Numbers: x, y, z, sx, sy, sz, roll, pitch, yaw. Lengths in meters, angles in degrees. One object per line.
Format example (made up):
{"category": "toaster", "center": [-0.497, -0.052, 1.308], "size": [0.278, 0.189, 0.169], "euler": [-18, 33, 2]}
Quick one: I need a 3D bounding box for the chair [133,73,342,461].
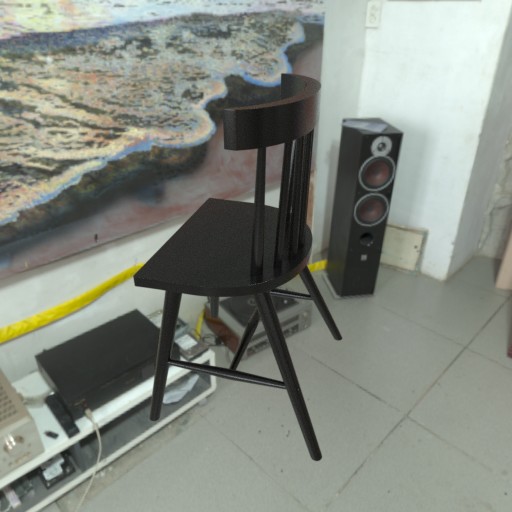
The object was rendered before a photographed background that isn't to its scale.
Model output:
{"category": "chair", "center": [0.000, 0.000, 1.172], "size": [0.483, 0.844, 0.506], "euler": [8, 31, 14]}
